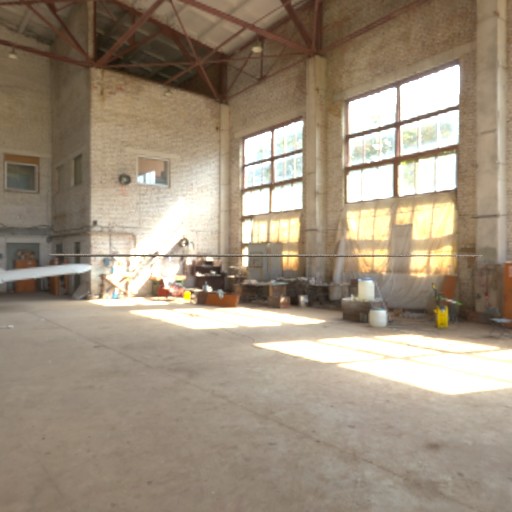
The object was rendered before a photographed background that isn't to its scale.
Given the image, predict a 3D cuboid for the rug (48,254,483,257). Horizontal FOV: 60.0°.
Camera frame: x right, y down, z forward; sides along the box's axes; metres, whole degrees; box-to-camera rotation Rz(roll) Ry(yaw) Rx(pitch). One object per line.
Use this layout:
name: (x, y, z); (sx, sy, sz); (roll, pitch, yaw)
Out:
rug: (0.000, 0.000, 3.045); (2.438, 0.008, 1.523); (0, 0, -19)
